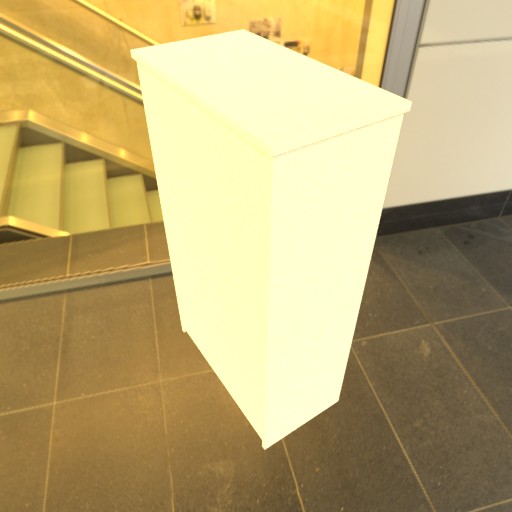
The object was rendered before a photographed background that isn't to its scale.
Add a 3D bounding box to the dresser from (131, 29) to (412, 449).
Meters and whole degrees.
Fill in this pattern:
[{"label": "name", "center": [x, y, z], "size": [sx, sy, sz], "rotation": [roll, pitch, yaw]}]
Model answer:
[{"label": "dresser", "center": [0.000, 0.000, 1.550], "size": [0.399, 1.255, 0.704], "rotation": [-24, 47, -25]}]
